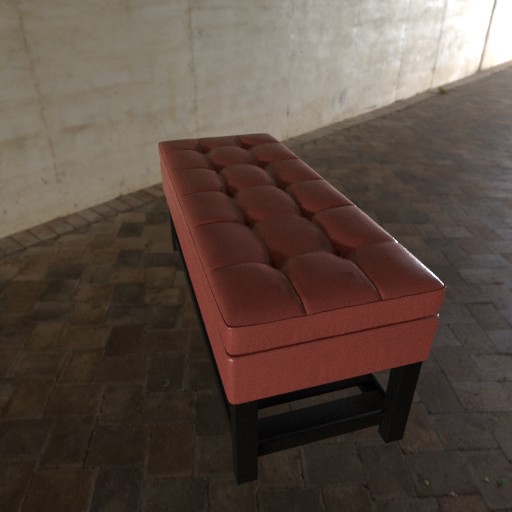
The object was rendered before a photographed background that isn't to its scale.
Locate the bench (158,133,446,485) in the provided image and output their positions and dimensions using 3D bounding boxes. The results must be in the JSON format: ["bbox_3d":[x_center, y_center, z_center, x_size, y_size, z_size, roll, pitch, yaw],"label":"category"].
[{"bbox_3d":[0.000,0.000,1.324,0.432,0.460,1.105,-9,32,-14],"label":"bench"}]
